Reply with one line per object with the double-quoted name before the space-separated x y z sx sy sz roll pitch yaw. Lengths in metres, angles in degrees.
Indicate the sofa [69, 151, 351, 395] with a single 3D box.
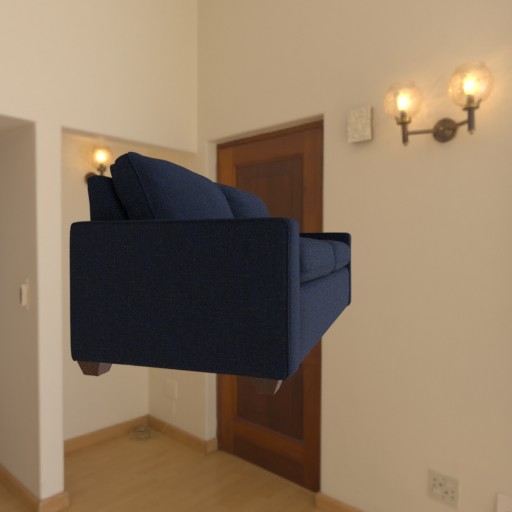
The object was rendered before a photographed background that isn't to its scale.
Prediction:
"sofa" 0.000 0.000 2.576 0.940 0.919 2.080 0 1 18
